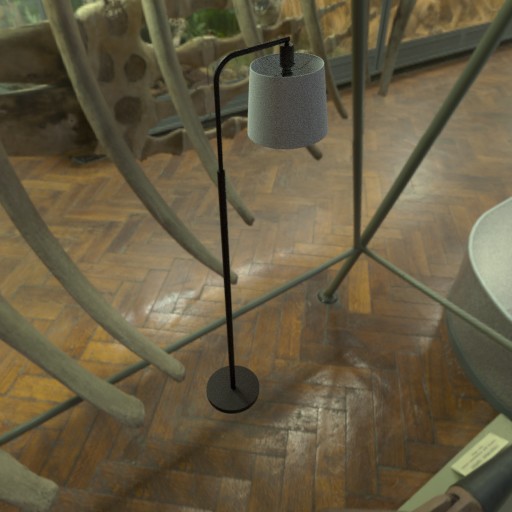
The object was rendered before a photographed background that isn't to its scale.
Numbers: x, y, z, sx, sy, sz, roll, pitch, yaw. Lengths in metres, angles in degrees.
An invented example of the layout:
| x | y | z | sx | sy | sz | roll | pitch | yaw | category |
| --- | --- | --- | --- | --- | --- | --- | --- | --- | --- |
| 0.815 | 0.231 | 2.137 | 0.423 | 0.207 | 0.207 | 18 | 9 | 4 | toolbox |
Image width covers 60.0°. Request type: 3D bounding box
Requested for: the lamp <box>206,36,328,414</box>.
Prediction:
| x | y | z | sx | sy | sz | roll | pitch | yaw | category |
| --- | --- | --- | --- | --- | --- | --- | --- | --- | --- |
| 0.000 | 0.000 | 1.655 | 0.508 | 1.478 | 0.254 | -24 | 45 | -27 | lamp |
